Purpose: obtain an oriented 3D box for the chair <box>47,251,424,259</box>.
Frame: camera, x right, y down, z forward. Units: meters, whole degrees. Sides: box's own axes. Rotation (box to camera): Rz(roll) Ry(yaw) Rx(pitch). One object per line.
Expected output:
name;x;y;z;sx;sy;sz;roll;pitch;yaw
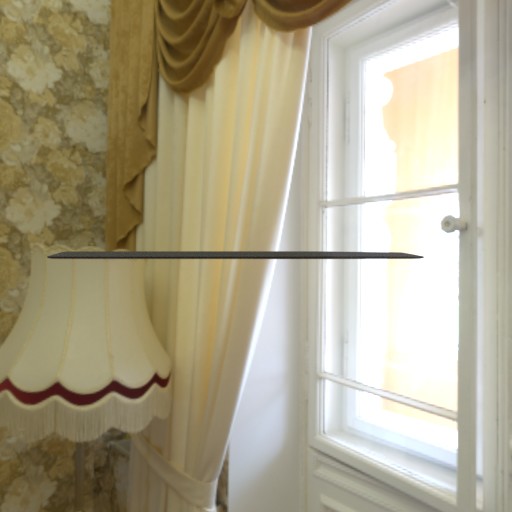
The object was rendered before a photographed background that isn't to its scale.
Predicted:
chair;0.000;0.000;1.957;1.219;0.024;1.372;0;0;2
